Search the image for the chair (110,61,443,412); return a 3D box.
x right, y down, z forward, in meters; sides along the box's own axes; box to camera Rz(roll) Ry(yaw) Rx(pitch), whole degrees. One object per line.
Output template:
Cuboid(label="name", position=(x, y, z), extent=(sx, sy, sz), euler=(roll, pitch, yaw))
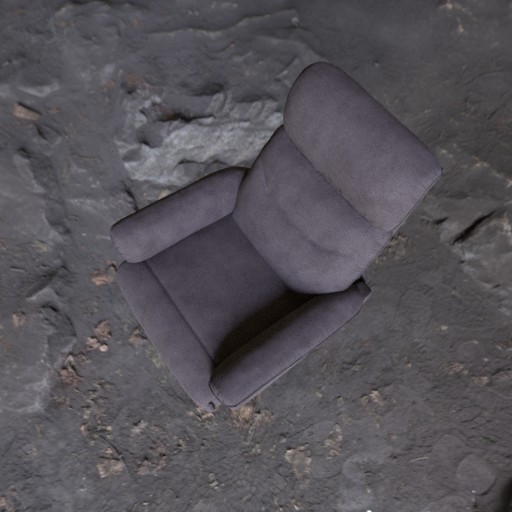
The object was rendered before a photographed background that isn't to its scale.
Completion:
Cuboid(label="chair", position=(0.000, 0.000, 1.708), extent=(1.009, 1.036, 0.830), euler=(-34, 70, -14))
